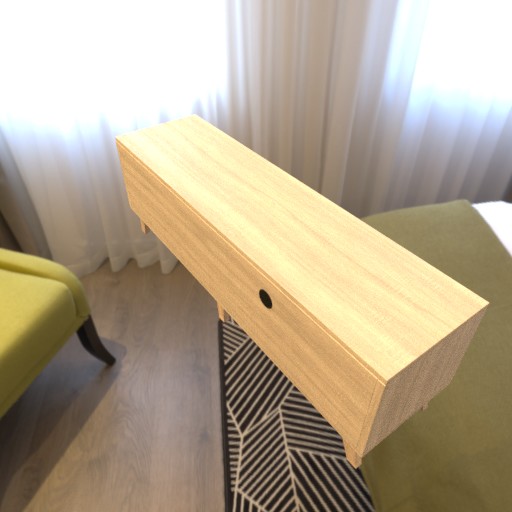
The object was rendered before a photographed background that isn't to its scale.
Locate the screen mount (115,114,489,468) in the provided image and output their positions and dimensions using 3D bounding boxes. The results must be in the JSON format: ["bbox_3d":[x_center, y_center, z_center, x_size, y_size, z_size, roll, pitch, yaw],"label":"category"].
[{"bbox_3d":[0.000,0.000,1.683,0.401,0.509,1.500,-26,47,-27],"label":"screen mount"}]
